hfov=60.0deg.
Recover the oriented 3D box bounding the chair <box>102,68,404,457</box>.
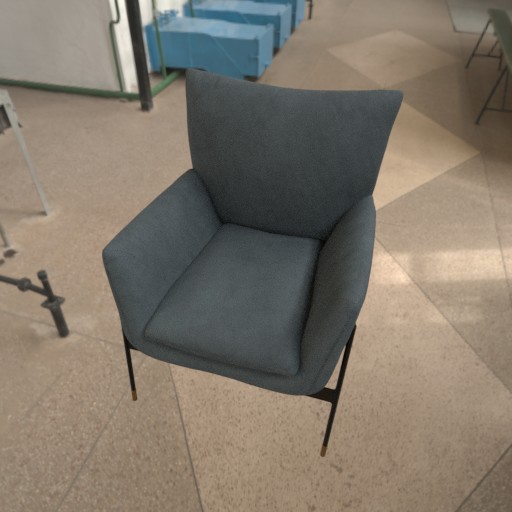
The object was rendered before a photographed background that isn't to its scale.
[{"bbox_3d":[0.000,0.000,1.366,0.678,0.858,0.709,11,42,13],"label":"chair"}]
